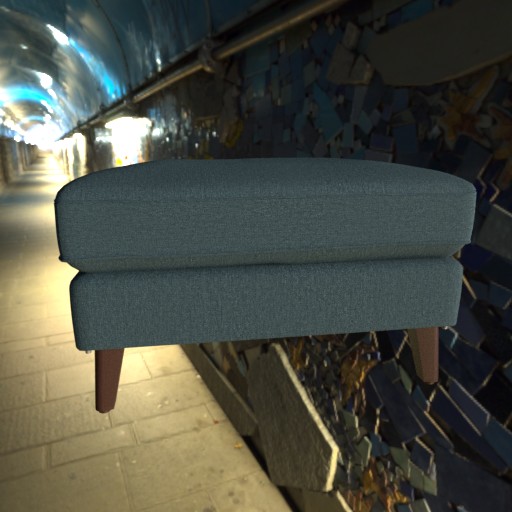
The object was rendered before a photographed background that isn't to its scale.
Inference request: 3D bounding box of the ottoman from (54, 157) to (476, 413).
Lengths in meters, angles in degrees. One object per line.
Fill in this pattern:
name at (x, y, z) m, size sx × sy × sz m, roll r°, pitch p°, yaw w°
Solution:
ottoman at (0.000, 0.000, 1.174) m, size 0.835 × 0.503 × 0.629 m, roll -2°, pitch 14°, yaw -9°
